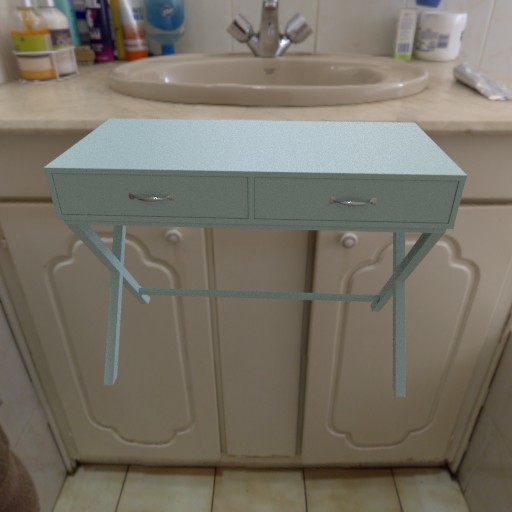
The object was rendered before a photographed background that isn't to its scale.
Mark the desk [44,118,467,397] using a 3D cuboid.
[{"bbox_3d":[0.000,0.000,1.511,1.057,0.780,0.525,2,31,3],"label":"desk"}]
